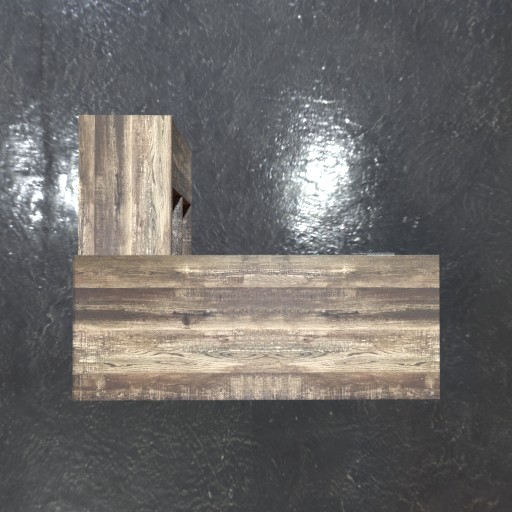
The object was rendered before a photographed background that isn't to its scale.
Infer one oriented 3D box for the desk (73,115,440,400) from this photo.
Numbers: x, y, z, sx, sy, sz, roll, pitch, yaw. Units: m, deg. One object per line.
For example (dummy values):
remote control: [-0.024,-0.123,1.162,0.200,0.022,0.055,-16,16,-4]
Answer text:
desk: [0.000,0.000,2.221,1.524,0.753,1.200,0,90,-1]
